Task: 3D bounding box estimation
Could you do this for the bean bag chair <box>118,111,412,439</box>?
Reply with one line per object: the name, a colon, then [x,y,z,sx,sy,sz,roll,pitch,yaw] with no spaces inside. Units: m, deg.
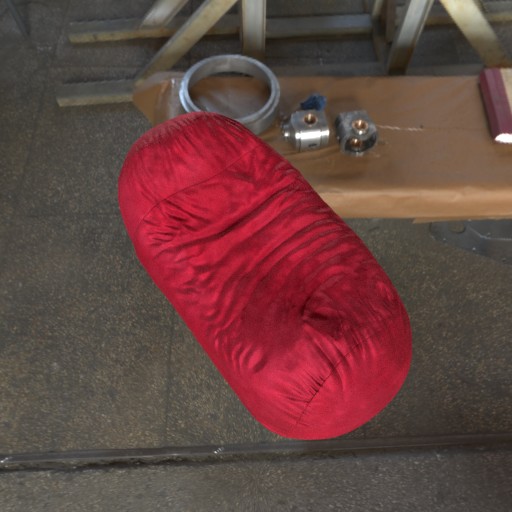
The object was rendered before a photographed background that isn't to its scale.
bean bag chair: [0.000,0.000,2.793,1.216,0.867,2.293,-33,68,-15]
